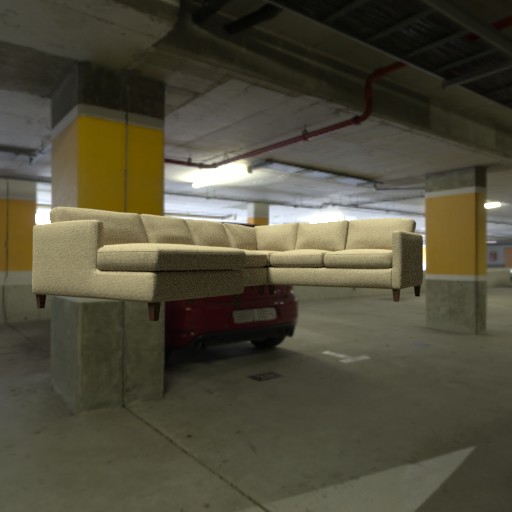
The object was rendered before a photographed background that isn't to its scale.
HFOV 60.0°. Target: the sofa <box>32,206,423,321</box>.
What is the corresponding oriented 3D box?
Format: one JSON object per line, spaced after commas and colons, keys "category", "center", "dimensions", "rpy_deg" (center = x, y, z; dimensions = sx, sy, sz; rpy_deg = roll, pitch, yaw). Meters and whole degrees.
{"category": "sofa", "center": [0.000, 0.000, 4.658], "dimensions": [2.593, 0.959, 3.460], "rpy_deg": [0, -1, 35]}
